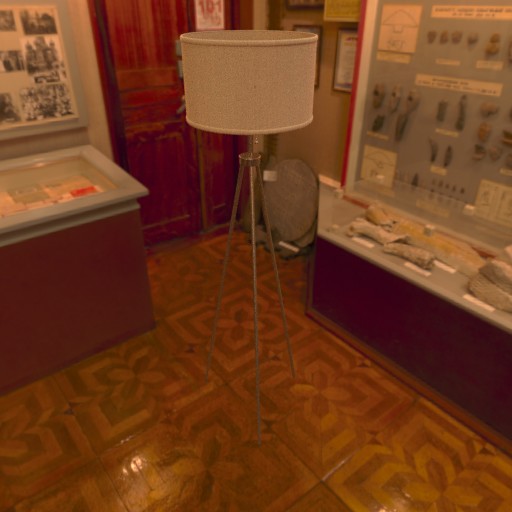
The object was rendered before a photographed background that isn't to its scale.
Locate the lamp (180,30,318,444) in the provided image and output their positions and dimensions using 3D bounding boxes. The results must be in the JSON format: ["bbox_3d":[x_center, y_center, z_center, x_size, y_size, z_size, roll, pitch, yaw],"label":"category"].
[{"bbox_3d":[0.000,0.000,1.724,0.460,1.545,0.449,-21,36,-31],"label":"lamp"}]
